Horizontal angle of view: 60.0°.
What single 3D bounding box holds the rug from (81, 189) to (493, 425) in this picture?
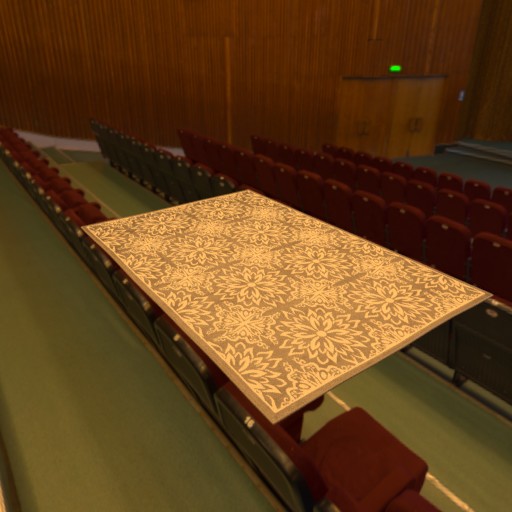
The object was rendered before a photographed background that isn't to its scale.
[{"bbox_3d":[0.000,0.000,2.279,1.224,0.012,1.847,-18,31,-32],"label":"rug"}]
